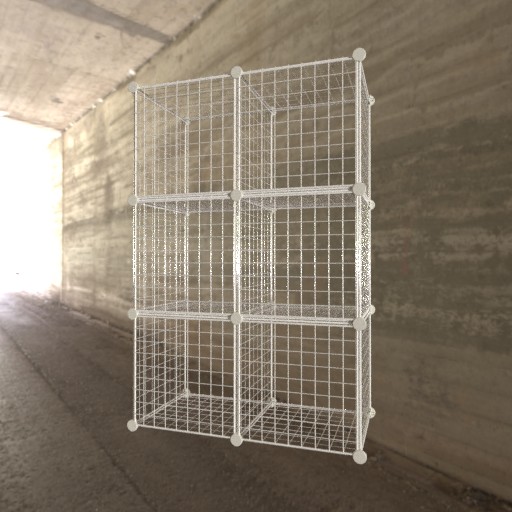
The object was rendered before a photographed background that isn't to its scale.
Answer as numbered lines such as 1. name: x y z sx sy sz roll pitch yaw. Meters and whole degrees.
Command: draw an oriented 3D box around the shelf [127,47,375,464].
1. shelf: 0.000 0.000 1.412 0.711 1.067 0.356 0 -1 19
